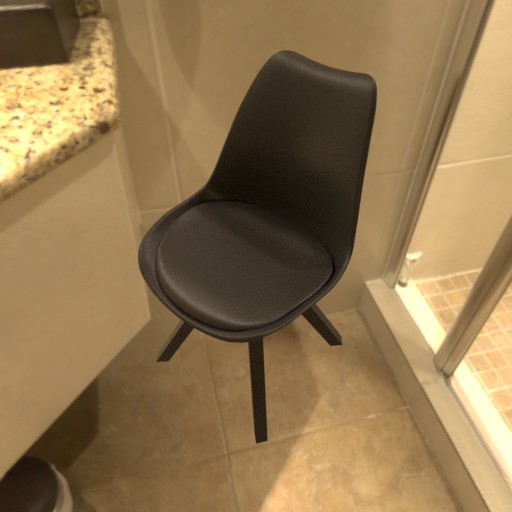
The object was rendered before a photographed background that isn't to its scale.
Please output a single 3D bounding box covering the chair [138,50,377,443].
[{"bbox_3d":[0.000,0.000,1.172,0.485,0.850,0.550,30,53,26],"label":"chair"}]
